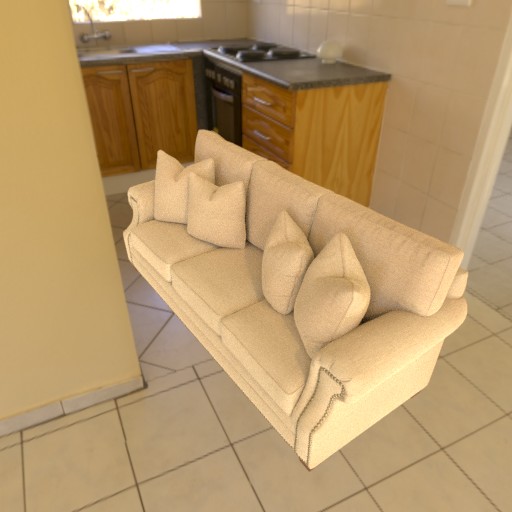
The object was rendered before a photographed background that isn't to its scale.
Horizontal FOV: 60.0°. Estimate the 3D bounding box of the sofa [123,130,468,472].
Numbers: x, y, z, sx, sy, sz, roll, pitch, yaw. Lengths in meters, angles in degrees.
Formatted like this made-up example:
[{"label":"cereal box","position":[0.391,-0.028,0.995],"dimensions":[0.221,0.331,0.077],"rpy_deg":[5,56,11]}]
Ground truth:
[{"label":"sofa","position":[0.000,0.000,2.740],"dimensions":[0.965,0.975,2.312],"rpy_deg":[-21,38,-29]}]
